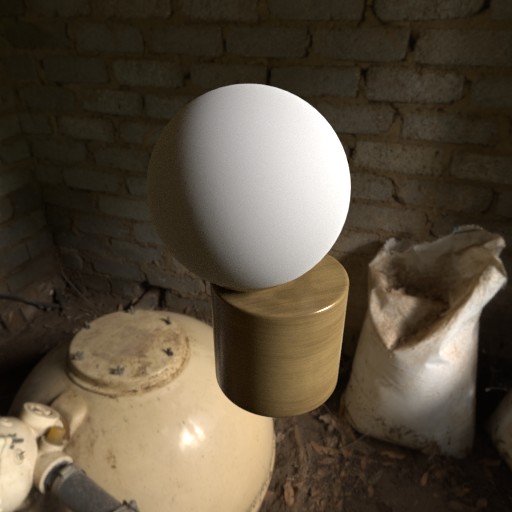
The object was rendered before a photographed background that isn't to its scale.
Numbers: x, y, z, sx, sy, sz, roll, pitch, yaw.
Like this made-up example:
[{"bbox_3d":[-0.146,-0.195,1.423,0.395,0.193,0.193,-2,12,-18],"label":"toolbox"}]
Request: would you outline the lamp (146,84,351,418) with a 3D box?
[{"bbox_3d":[0.000,0.000,0.343,0.152,0.250,0.141,-9,31,-16],"label":"lamp"}]
